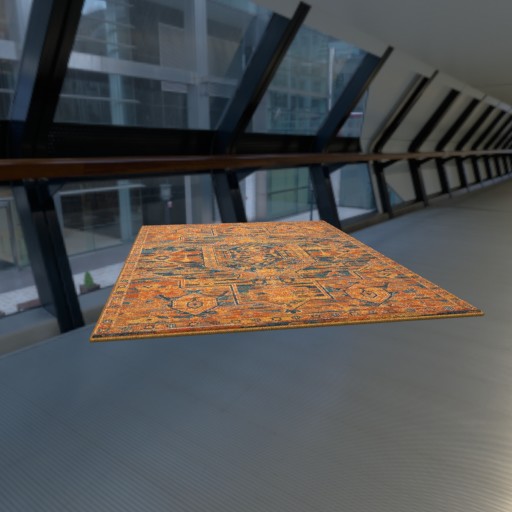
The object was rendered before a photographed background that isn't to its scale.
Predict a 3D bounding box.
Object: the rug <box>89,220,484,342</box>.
[{"bbox_3d":[0.000,0.000,2.784,1.588,0.024,2.204,-2,15,-9],"label":"rug"}]
